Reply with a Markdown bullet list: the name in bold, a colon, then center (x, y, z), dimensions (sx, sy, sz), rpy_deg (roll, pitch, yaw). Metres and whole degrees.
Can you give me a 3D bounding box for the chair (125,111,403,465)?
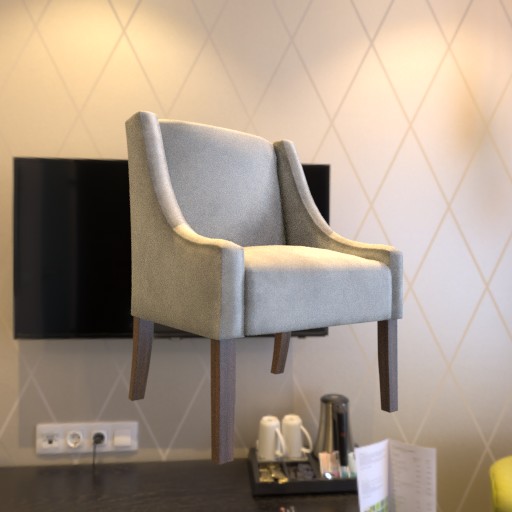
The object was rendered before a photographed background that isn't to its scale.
- **chair**: center (0.000, 0.000, 1.348), dimensions (0.629, 0.895, 0.629), rpy_deg (1, -1, -35)
